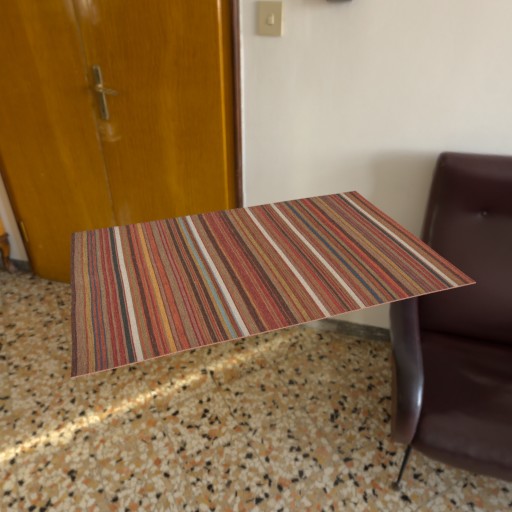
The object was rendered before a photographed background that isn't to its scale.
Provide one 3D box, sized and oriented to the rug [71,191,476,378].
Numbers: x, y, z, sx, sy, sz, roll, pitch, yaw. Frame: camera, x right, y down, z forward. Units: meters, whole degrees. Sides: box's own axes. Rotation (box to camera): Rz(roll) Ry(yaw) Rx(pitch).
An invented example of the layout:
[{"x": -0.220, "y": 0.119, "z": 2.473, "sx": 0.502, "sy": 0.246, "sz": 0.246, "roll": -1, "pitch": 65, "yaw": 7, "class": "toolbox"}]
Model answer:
[{"x": 0.000, "y": 0.000, "z": 3.086, "sx": 2.438, "sy": 0.008, "sz": 1.523, "roll": -10, "pitch": 34, "yaw": -16, "class": "rug"}]
